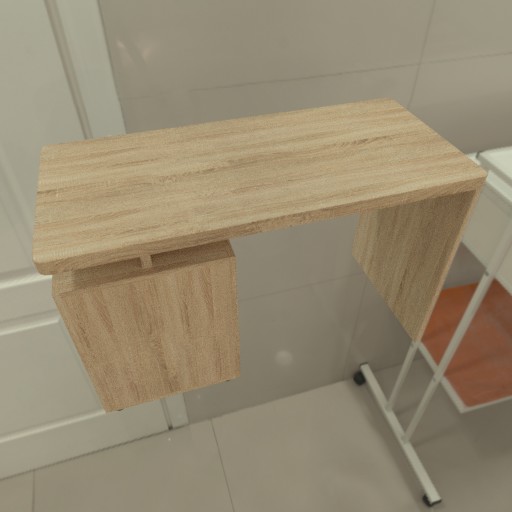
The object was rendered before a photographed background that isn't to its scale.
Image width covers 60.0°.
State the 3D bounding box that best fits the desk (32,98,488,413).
[{"bbox_3d":[0.000,0.000,1.547,1.200,0.760,0.550,-12,44,-13],"label":"desk"}]
